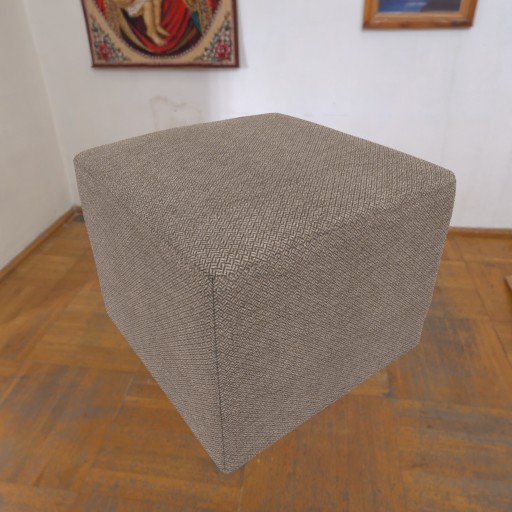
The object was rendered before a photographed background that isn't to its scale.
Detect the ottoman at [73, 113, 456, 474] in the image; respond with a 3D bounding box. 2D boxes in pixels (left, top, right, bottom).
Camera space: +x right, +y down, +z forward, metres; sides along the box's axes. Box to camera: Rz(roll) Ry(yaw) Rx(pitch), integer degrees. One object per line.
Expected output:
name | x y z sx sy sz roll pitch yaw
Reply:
ottoman | 0.000 0.000 0.897 0.512 0.453 0.519 -22 39 -30
